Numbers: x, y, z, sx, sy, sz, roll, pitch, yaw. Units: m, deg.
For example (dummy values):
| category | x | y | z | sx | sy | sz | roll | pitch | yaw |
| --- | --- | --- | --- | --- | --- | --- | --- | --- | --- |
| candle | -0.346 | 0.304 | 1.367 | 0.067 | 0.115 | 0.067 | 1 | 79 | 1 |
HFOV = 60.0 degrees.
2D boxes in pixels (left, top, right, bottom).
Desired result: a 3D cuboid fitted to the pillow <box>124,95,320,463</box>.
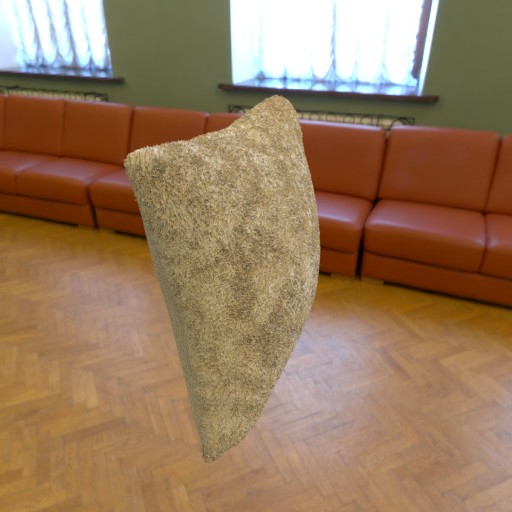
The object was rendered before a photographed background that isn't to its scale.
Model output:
| category | x | y | z | sx | sy | sz | roll | pitch | yaw |
| --- | --- | --- | --- | --- | --- | --- | --- | --- | --- |
| pillow | 0.000 | 0.000 | 0.822 | 0.218 | 0.515 | 0.529 | 10 | 30 | 18 |
